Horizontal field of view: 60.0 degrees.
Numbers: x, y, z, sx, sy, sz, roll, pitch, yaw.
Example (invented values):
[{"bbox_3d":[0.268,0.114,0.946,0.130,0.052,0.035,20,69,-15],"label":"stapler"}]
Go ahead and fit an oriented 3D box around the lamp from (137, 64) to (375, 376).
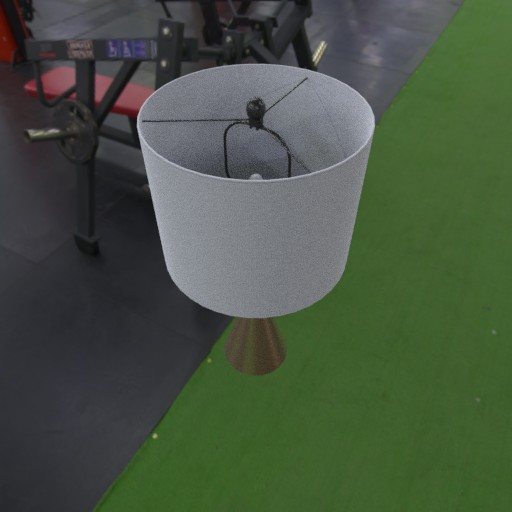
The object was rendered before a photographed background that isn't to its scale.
[{"bbox_3d":[0.000,0.000,0.766,0.304,0.573,0.304,24,50,21],"label":"lamp"}]
